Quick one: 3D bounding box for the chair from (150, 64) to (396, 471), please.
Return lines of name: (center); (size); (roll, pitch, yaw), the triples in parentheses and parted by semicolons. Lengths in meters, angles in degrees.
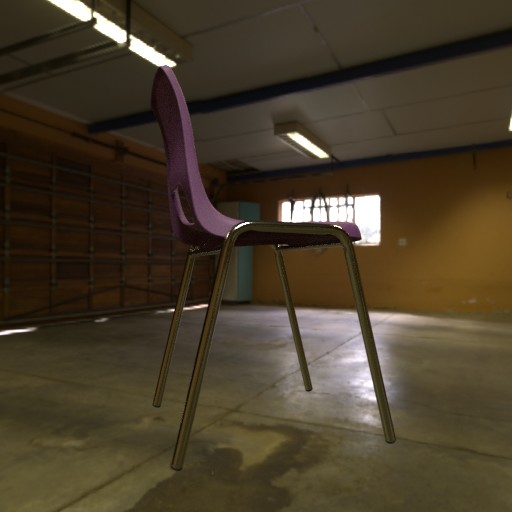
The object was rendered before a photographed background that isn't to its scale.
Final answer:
chair: (0.000, 0.000, 0.944); (0.432, 0.704, 0.381); (0, -1, -18)
